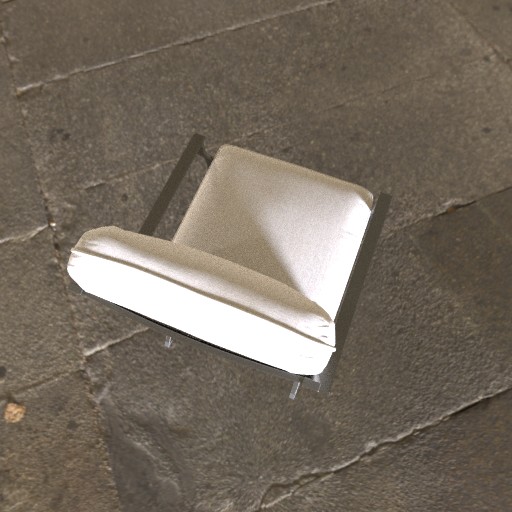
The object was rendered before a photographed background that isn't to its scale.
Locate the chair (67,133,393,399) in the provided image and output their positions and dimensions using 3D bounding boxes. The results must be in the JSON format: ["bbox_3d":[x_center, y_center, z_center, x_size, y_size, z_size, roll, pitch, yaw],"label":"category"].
[{"bbox_3d":[0.000,0.000,1.368,0.650,0.860,0.787,20,65,10],"label":"chair"}]
